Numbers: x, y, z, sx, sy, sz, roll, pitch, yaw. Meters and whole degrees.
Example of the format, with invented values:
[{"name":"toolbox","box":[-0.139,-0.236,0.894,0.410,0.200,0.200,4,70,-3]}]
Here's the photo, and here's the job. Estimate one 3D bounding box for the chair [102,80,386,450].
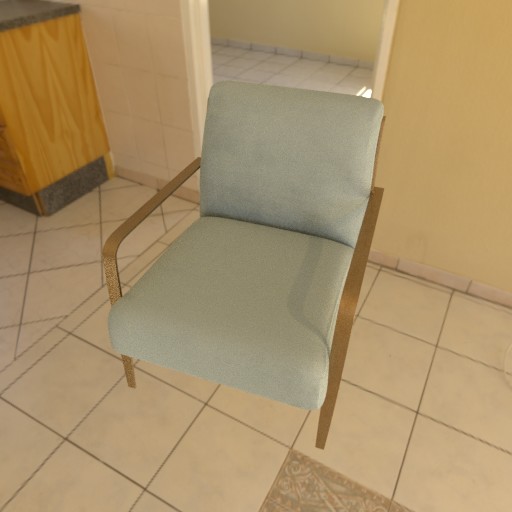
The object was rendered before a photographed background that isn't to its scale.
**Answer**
[{"name":"chair","box":[0.000,0.000,1.451,0.701,0.824,0.842,13,42,14]}]
